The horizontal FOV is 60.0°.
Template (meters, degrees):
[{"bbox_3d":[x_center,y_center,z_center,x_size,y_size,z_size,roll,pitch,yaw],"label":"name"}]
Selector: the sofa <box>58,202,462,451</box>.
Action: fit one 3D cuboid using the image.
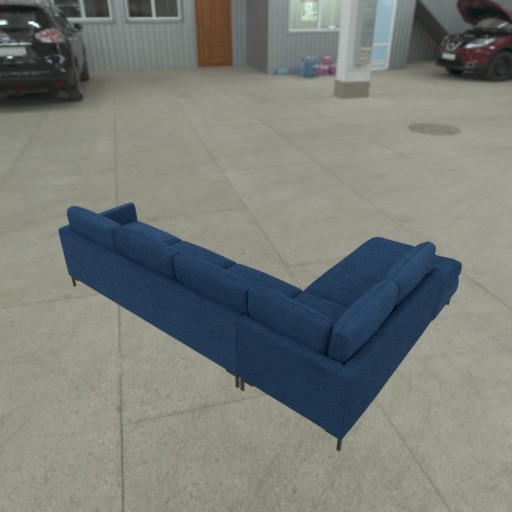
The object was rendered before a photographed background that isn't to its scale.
[{"bbox_3d":[0.000,0.000,3.888,2.949,0.815,2.007,22,36,33],"label":"sofa"}]
